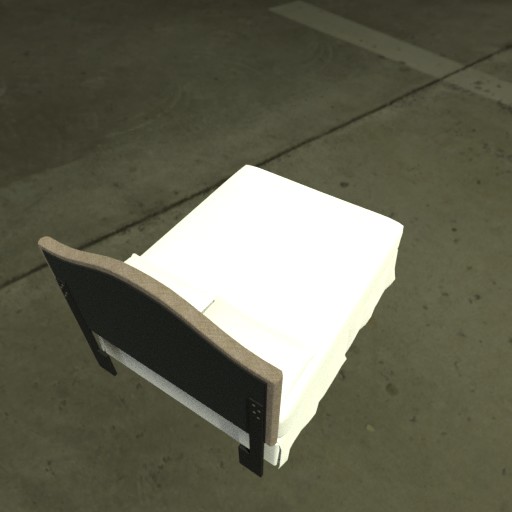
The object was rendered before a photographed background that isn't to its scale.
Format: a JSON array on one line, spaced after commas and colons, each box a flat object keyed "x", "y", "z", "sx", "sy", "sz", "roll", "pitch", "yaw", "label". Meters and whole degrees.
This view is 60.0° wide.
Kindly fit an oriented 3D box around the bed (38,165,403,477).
[{"x": 0.000, "y": 0.000, "z": 3.278, "sx": 1.713, "sy": 1.518, "sz": 2.153, "roll": 25, "pitch": 52, "yaw": 22, "label": "bed"}]
